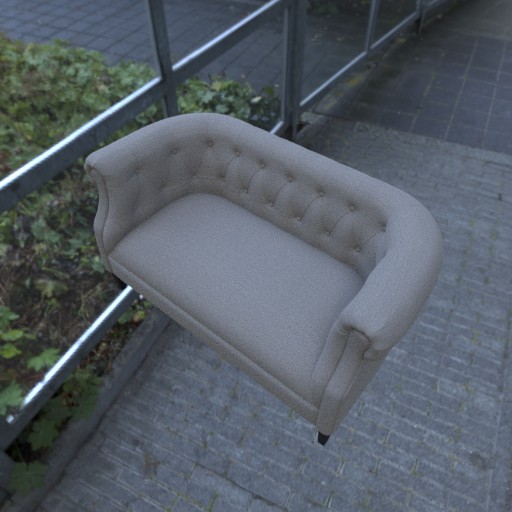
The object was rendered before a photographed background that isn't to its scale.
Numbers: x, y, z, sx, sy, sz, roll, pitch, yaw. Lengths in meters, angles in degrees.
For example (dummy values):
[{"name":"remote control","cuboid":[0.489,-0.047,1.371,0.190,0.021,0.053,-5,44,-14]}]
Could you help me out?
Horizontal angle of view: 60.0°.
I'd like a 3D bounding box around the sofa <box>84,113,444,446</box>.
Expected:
[{"name":"sofa","cuboid":[0.000,0.000,2.094,1.558,0.827,0.835,31,54,26]}]
